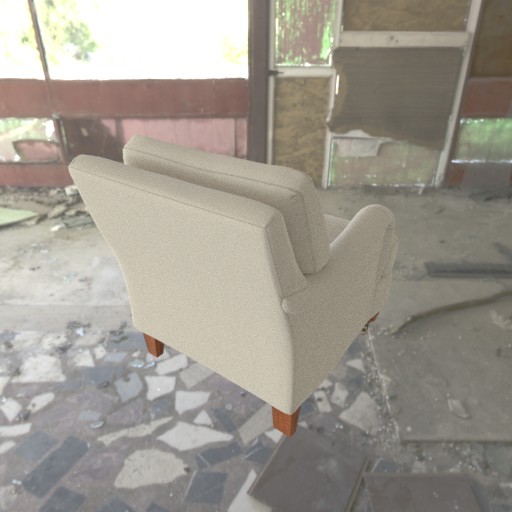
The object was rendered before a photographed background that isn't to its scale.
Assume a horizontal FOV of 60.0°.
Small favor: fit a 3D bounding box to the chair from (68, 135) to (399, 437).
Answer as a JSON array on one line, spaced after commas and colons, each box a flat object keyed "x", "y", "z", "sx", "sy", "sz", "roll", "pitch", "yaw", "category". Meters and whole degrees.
[{"x": 0.000, "y": 0.000, "z": 1.916, "sx": 0.955, "sy": 1.038, "sz": 1.070, "roll": 20, "pitch": 35, "yaw": 32, "category": "chair"}]
